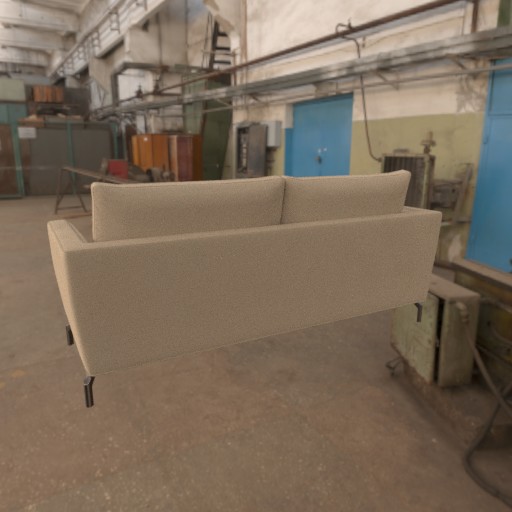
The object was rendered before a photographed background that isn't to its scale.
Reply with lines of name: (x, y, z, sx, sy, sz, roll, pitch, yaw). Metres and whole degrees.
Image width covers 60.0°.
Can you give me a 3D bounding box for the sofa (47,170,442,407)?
sofa: (0.000, 0.000, 2.690, 2.214, 1.005, 0.868, -7, 16, -27)
